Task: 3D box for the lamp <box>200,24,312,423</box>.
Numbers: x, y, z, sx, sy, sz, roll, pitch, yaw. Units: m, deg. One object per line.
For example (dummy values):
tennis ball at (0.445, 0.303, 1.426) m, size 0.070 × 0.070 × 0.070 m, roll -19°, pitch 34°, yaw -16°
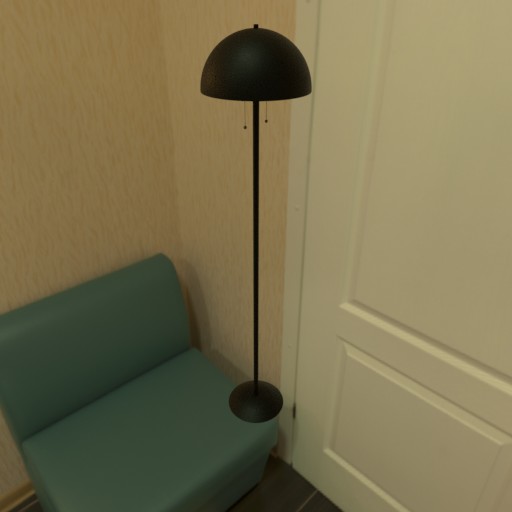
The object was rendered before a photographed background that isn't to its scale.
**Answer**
lamp at (0.000, 0.000, 1.595) m, size 0.328 × 1.480 × 0.328 m, roll 8°, pitch 31°, yaw 14°
